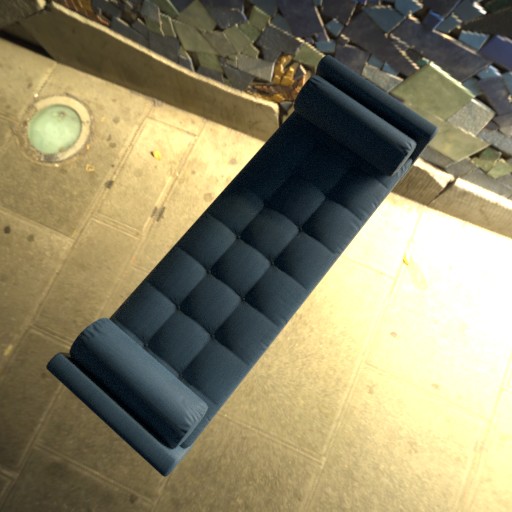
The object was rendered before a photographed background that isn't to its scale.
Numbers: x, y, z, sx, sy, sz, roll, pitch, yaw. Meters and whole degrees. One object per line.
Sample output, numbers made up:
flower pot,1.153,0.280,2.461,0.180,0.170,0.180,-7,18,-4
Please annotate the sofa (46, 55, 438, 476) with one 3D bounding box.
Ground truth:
sofa,0.000,0.000,2.276,0.686,0.635,1.981,38,78,9
